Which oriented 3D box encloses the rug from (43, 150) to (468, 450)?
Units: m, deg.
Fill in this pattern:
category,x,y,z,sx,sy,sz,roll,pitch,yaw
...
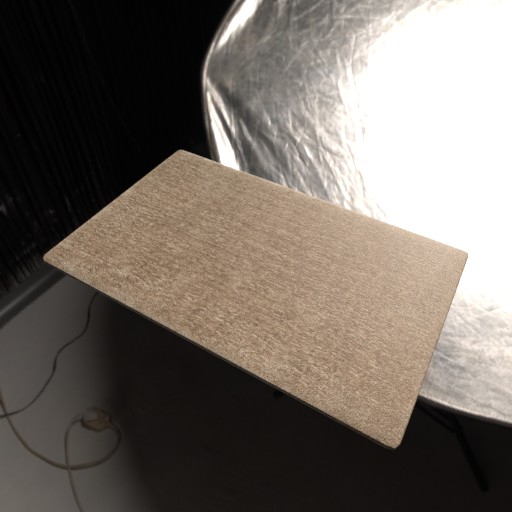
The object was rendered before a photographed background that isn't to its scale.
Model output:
category,x,y,z,sx,sy,sz,roll,pitch,yaw
rug,0.000,0.000,2.991,2.469,0.024,1.539,23,51,21
